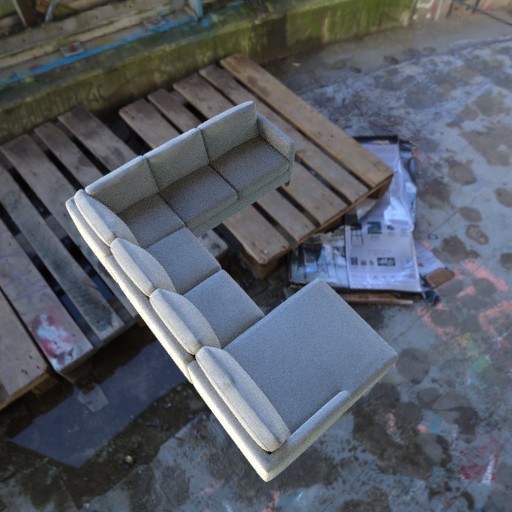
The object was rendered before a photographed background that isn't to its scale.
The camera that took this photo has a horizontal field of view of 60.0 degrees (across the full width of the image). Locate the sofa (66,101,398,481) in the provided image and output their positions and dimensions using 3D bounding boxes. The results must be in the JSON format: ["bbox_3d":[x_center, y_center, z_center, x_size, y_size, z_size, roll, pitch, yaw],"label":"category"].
[{"bbox_3d":[0.000,0.000,4.707,2.593,0.959,3.460,-34,64,-20],"label":"sofa"}]
